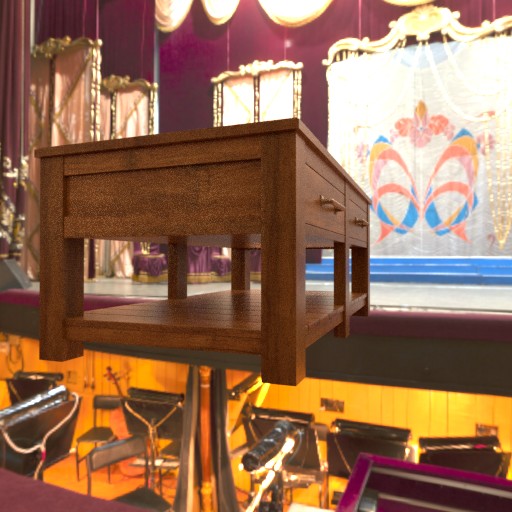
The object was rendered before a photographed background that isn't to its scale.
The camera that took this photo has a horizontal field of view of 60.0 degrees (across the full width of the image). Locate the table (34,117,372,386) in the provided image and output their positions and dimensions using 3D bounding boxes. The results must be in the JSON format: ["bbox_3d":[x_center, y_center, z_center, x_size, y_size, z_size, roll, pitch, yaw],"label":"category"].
[{"bbox_3d":[0.000,0.000,1.424,0.635,0.480,1.150,0,-1,21],"label":"table"}]
